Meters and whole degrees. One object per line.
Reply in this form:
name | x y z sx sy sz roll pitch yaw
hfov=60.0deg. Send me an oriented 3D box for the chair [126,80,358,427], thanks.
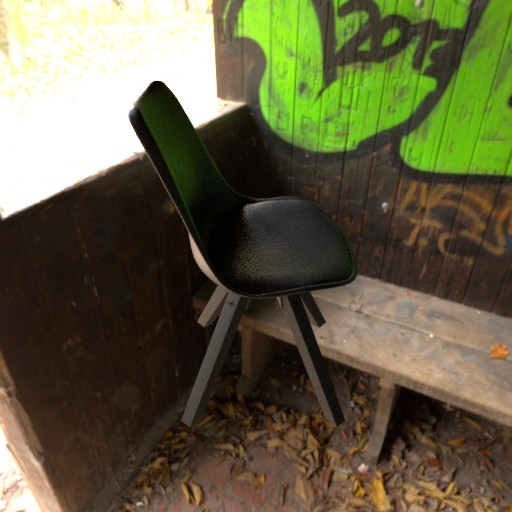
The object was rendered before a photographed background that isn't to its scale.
chair | 0.000 0.000 1.191 0.530 0.850 0.485 0 33 0
